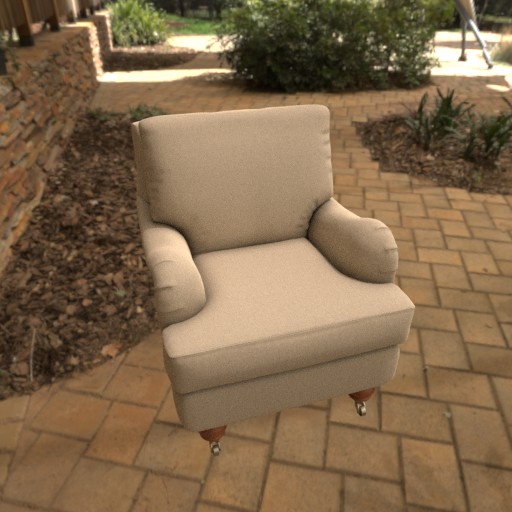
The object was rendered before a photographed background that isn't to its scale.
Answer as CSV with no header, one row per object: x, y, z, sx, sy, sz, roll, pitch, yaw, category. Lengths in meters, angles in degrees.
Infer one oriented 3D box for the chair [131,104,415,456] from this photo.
0.000,0.000,1.850,0.895,1.076,1.078,-9,33,-14,chair
